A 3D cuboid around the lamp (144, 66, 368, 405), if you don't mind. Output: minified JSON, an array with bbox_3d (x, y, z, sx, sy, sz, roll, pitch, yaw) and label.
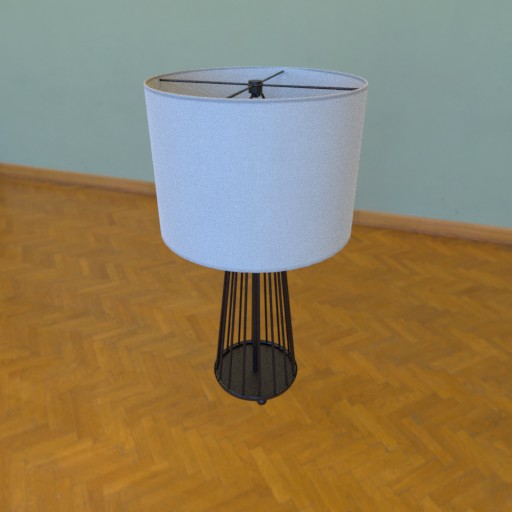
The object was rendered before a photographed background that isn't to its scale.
[{"bbox_3d":[0.000,0.000,0.793,0.322,0.593,0.322,9,31,15],"label":"lamp"}]
